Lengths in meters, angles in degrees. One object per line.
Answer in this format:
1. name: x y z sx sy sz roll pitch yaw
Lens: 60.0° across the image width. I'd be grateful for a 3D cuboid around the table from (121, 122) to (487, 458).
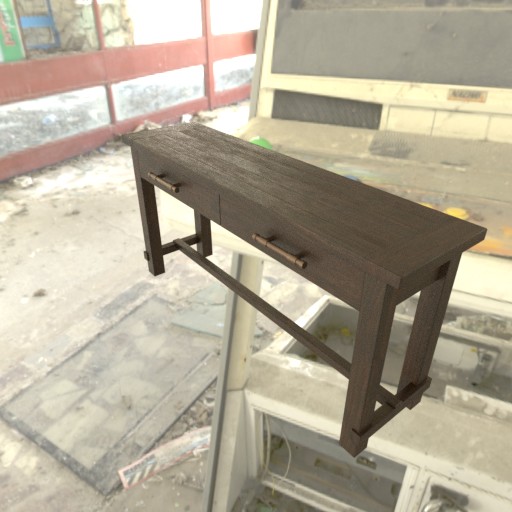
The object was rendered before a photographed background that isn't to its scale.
1. table: 0.000 0.000 1.893 0.442 0.762 1.599 -22 37 -33
